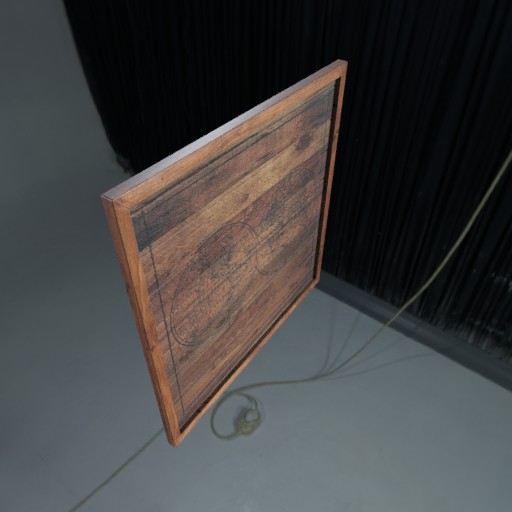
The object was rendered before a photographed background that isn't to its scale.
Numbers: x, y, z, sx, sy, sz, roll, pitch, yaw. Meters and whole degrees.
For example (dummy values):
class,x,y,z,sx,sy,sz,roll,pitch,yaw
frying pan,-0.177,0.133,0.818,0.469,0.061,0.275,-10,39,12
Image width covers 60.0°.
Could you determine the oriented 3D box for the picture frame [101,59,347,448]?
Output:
class,x,y,z,sx,sy,sz,roll,pitch,yaw
picture frame,0.000,0.000,1.208,0.029,0.817,0.810,25,47,26
